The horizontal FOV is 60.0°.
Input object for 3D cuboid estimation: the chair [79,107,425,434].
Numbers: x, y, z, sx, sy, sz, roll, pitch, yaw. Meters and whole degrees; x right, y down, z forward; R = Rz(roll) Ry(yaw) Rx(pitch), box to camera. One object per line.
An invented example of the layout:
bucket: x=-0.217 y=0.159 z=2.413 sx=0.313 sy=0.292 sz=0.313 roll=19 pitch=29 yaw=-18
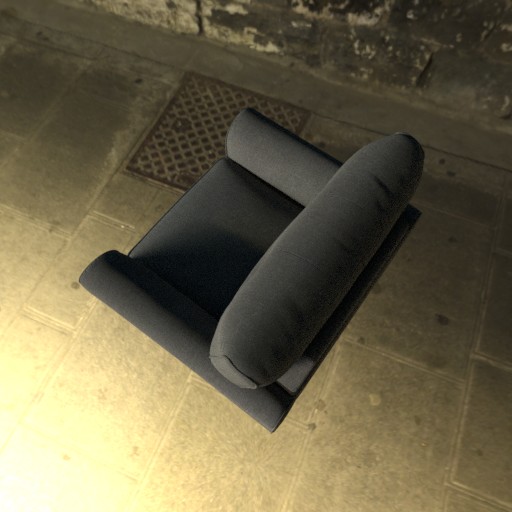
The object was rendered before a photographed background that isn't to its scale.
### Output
chair: x=0.000 y=0.000 z=1.622 sx=0.816 sy=0.890 sz=0.941 roll=34 pitch=69 yaw=15
